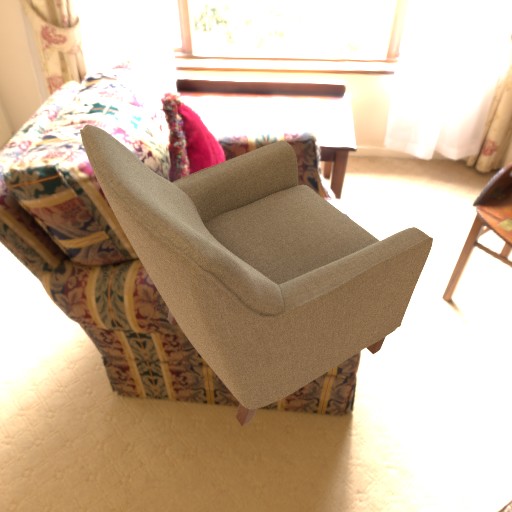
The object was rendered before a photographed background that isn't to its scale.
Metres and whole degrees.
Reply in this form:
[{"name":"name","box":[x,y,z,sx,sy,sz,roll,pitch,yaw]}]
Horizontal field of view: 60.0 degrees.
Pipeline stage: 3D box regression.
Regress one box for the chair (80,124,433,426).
[{"name":"chair","box":[0.000,0.000,1.769,0.993,1.047,0.887,-25,48,-25]}]
